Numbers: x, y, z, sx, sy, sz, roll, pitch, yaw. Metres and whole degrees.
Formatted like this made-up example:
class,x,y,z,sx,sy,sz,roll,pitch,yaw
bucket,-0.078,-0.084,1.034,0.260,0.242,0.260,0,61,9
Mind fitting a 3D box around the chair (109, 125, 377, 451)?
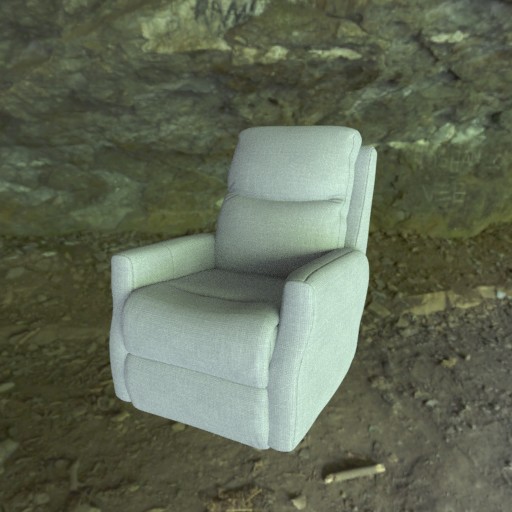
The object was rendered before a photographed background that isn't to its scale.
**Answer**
class,x,y,z,sx,sy,sz,roll,pitch,yaw
chair,0.000,0.000,1.799,0.829,1.030,1.080,7,17,25
